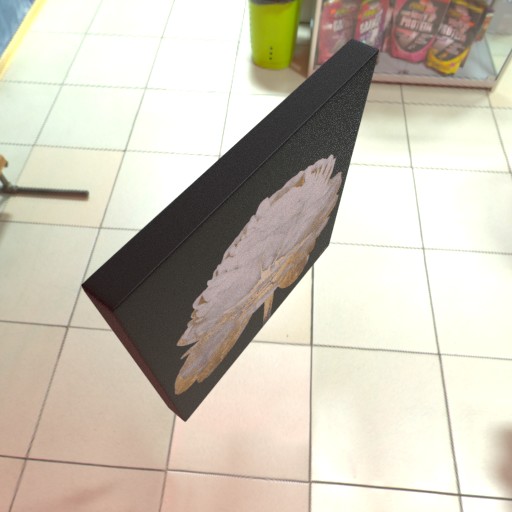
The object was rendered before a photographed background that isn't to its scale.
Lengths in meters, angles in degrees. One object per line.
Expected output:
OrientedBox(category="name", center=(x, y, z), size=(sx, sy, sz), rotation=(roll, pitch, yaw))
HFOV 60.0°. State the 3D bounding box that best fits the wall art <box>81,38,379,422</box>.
OrientedBox(category="wall art", center=(0.000, 0.000, 0.593), size=(0.041, 0.407, 0.406), rotation=(33, 64, 19))
